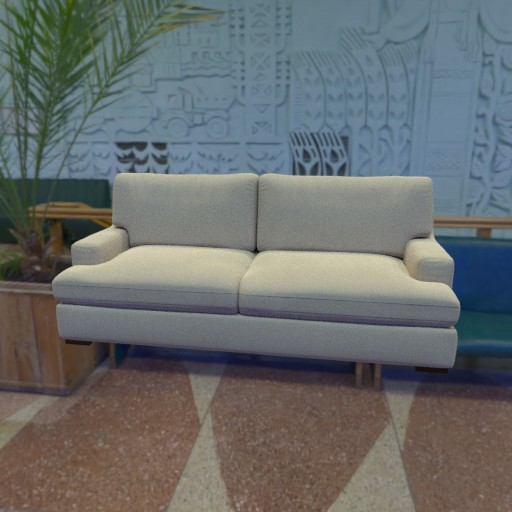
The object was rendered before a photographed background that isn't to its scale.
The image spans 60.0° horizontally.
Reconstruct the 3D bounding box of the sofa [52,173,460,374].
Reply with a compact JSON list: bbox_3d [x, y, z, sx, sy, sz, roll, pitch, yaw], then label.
[{"bbox_3d":[0.000,0.000,2.641,2.147,0.925,0.929,2,15,9],"label":"sofa"}]
